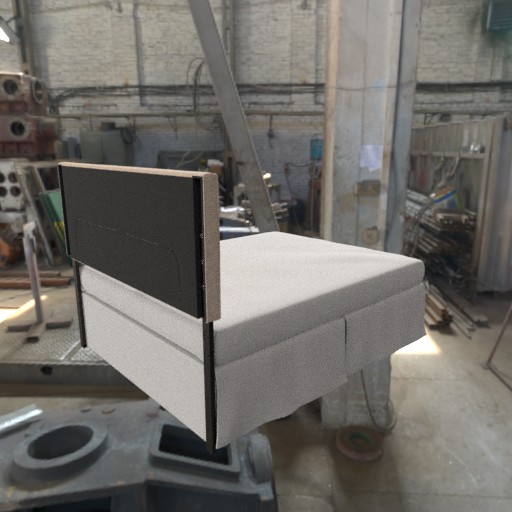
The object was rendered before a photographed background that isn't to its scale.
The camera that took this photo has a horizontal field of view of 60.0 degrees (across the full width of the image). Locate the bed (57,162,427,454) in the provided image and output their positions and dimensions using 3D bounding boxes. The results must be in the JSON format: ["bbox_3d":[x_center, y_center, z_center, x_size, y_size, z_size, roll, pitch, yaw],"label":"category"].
[{"bbox_3d":[0.000,0.000,3.049,1.978,1.270,1.643,-12,19,-41],"label":"bed"}]
